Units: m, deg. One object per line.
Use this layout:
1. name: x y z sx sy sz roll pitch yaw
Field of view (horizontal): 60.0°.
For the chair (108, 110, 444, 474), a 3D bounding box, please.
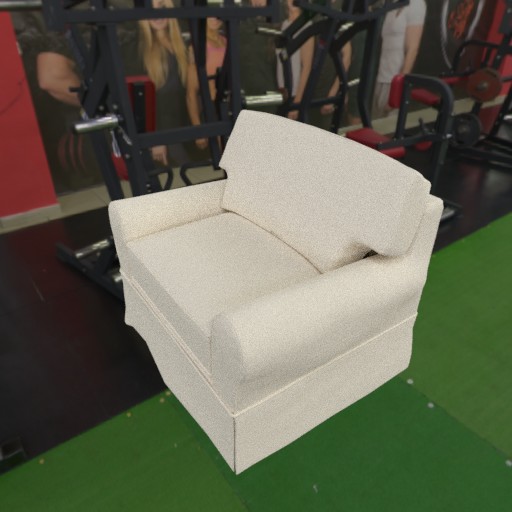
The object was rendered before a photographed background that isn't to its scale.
1. chair: 0.000 0.000 1.799 0.904 0.958 1.099 -20 37 -29
